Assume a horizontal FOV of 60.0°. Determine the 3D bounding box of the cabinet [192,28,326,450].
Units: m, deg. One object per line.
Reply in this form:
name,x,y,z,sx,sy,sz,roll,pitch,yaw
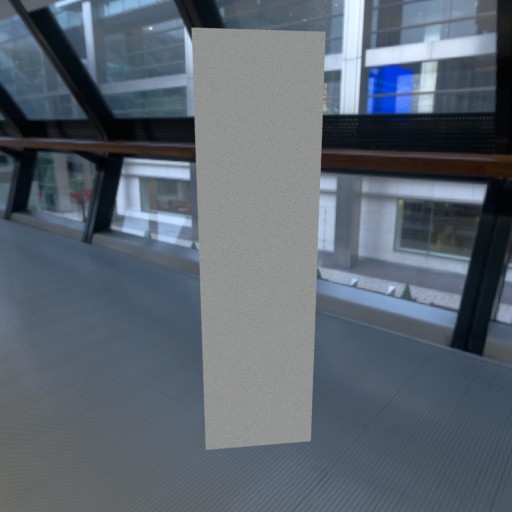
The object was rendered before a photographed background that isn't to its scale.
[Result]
cabinet,0.000,0.000,1.977,0.500,1.790,0.230,-2,15,-7
